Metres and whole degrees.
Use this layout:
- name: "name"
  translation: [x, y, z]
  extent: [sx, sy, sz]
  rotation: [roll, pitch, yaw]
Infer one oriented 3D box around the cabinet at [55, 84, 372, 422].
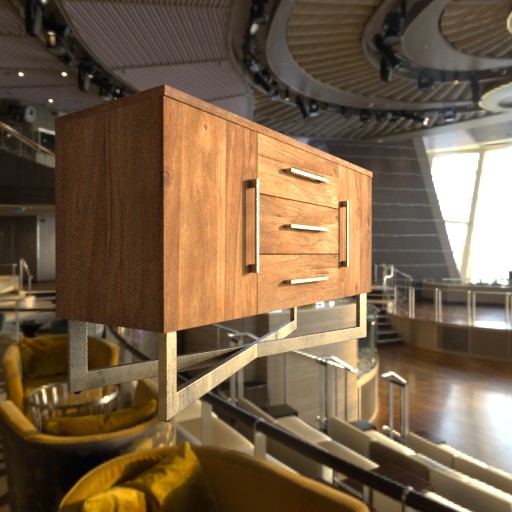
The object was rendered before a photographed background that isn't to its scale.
- name: "cabinet"
  translation: [0.000, 0.000, 1.726]
  extent: [0.480, 0.812, 1.373]
  rotation: [0, 0, 35]
